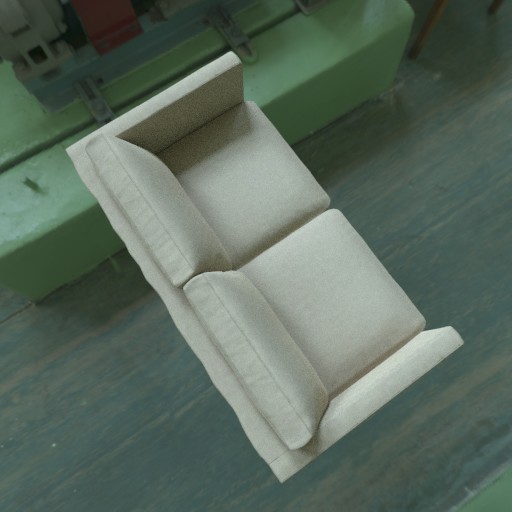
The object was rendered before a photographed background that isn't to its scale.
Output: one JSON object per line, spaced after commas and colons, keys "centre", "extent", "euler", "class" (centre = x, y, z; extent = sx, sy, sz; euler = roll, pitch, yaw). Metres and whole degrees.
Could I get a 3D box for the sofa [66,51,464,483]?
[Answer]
{"centre": [0.000, 0.000, 2.172], "extent": [0.962, 0.835, 1.719], "euler": [-34, 78, -8], "class": "sofa"}
